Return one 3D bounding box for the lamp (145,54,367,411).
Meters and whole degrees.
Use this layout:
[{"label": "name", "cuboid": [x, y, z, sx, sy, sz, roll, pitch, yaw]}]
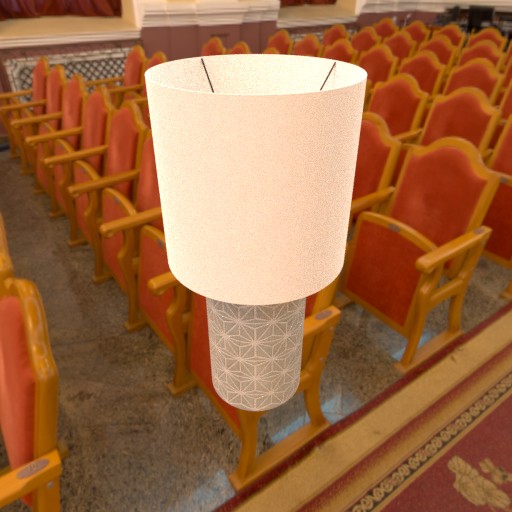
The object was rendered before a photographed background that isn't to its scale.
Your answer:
[{"label": "lamp", "cuboid": [0.000, 0.000, 0.531, 0.206, 0.416, 0.206, -20, 38, -29]}]
